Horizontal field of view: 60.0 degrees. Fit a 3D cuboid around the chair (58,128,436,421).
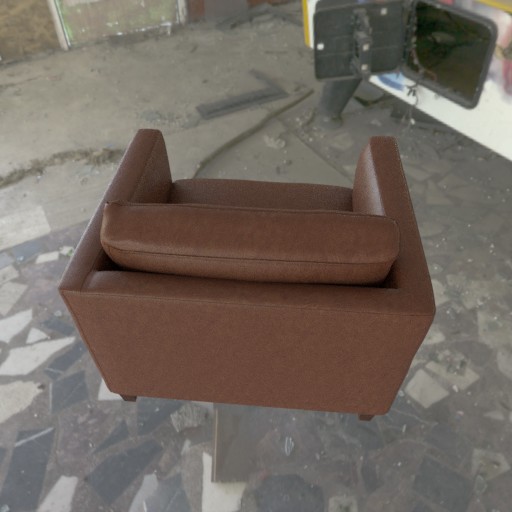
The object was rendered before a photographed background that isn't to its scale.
[{"bbox_3d":[0.000,0.000,1.770,1.107,0.917,0.959,4,47,3],"label":"chair"}]
